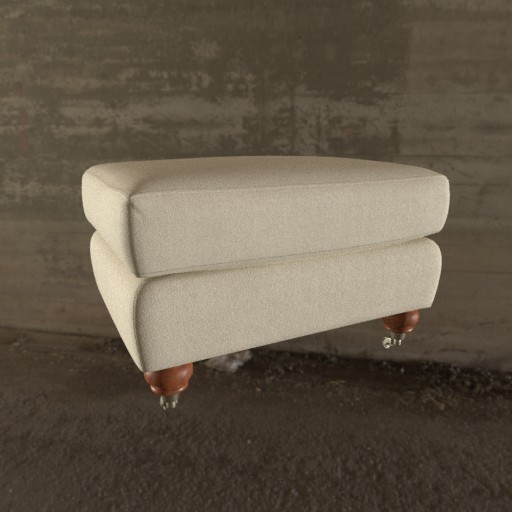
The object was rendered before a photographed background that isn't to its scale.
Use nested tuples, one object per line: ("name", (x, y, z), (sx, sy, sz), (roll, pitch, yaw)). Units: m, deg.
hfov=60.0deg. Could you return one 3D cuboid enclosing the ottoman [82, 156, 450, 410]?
("ottoman", (0.000, 0.000, 1.145), (0.773, 0.499, 0.569), (-8, 17, -26))
